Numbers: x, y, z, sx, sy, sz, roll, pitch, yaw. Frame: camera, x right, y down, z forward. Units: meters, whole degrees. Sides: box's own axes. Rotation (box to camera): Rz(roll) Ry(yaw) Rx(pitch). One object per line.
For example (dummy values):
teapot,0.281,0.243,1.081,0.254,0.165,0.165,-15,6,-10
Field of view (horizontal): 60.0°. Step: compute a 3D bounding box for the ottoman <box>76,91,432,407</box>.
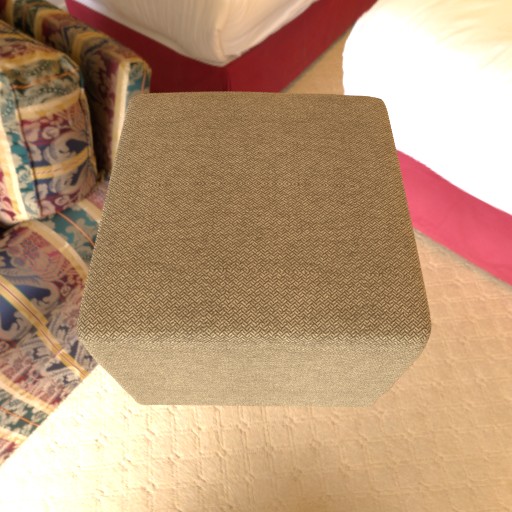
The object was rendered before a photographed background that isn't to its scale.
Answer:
ottoman,0.000,0.000,0.903,0.512,0.453,0.519,0,59,0
